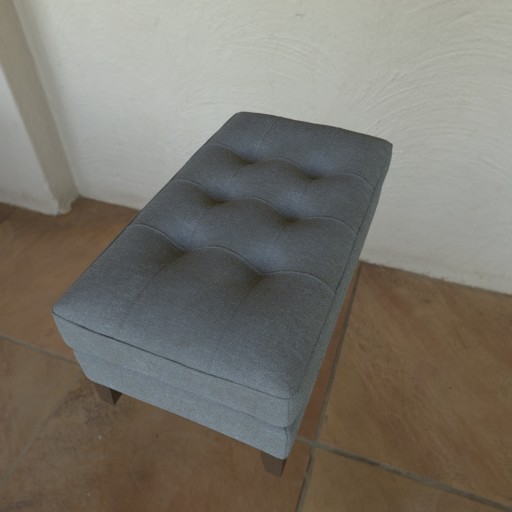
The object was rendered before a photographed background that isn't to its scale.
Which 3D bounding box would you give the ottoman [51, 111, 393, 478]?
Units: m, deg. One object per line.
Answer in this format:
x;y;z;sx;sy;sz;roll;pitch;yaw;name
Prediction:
0.000;0.000;1.483;0.648;0.514;1.143;16;47;16;ottoman
